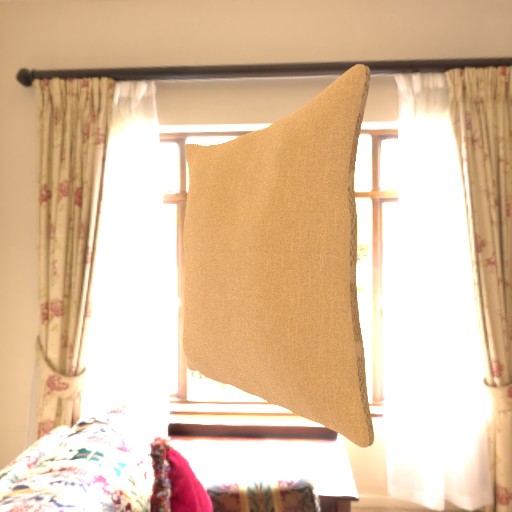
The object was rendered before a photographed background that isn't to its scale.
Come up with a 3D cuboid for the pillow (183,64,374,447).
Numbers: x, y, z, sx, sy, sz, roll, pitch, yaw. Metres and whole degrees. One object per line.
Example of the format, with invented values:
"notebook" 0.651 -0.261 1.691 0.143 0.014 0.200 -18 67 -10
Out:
"pillow" 0.000 0.000 0.674 0.138 0.432 0.436 0 0 -36
